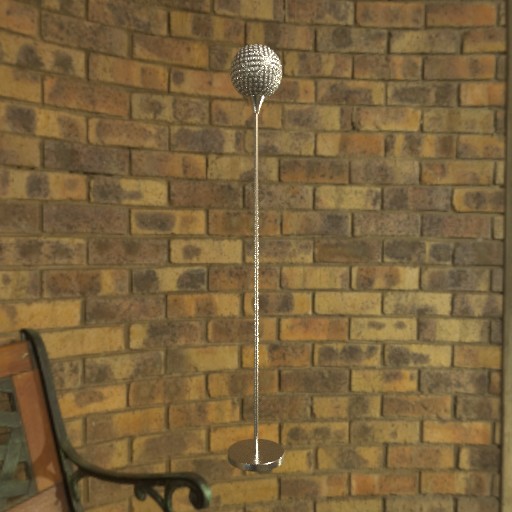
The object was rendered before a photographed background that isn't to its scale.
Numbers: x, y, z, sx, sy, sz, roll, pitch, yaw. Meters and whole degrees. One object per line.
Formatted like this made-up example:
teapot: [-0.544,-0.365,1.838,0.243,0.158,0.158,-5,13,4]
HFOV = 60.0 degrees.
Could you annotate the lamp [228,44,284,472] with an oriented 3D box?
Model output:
lamp: [0.000,0.000,1.967,0.254,1.805,0.254,0,1,0]
